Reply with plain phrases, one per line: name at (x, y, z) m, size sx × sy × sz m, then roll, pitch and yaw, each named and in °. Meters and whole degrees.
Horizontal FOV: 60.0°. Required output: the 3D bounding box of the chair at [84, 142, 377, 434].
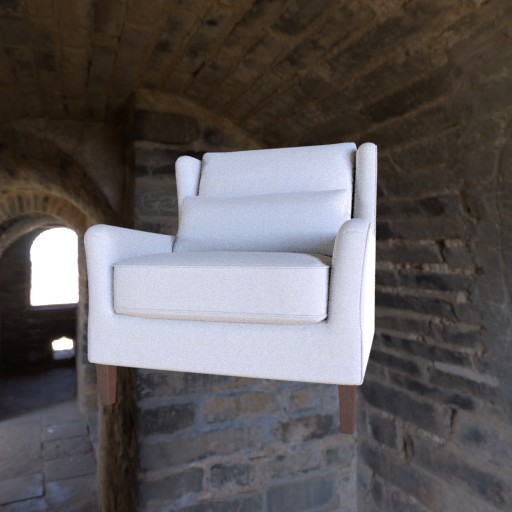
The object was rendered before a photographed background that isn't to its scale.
chair at (0.000, 0.000, 1.868) m, size 0.982 × 1.056 × 1.040 m, roll 0°, pitch 0°, yaw 17°
